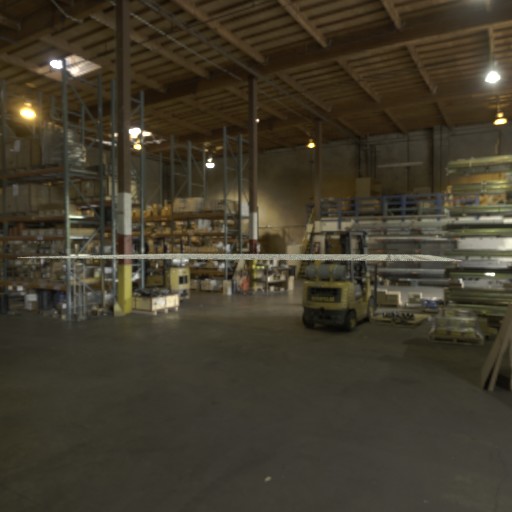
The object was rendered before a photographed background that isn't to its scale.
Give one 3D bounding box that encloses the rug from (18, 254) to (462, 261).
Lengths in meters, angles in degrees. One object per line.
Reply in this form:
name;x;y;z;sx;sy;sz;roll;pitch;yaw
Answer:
rug;0.000;0.000;4.138;3.196;0.007;2.354;0;1;17
